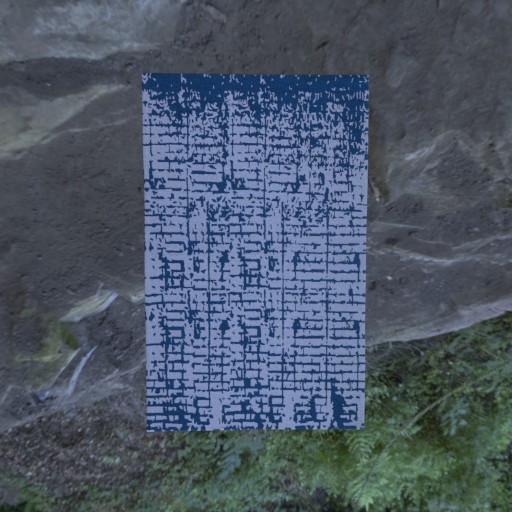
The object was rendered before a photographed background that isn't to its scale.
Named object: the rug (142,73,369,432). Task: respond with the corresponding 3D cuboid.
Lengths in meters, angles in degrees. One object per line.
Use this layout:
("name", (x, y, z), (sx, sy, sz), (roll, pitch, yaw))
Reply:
("rug", (0.000, 0.000, 3.024), (1.517, 0.011, 2.435), (0, 93, -1))
